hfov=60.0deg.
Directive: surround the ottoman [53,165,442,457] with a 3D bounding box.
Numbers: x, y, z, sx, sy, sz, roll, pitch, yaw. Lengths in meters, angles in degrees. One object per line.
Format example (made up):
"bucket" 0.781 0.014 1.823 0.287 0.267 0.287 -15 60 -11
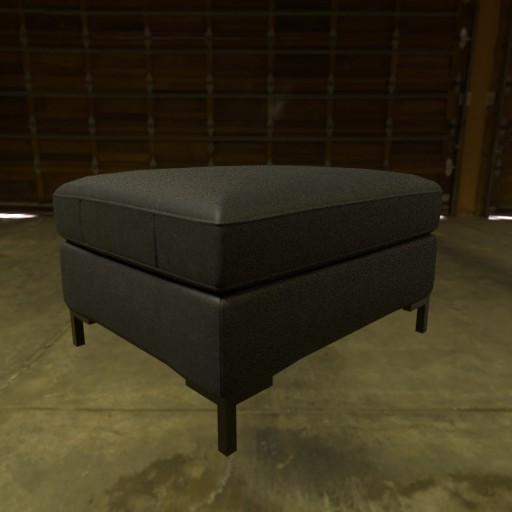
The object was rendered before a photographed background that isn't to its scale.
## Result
"ottoman" 0.000 0.000 1.754 1.187 0.696 0.967 -13 19 -43
